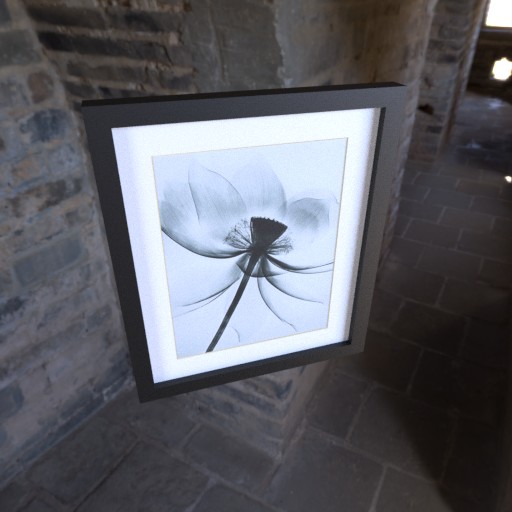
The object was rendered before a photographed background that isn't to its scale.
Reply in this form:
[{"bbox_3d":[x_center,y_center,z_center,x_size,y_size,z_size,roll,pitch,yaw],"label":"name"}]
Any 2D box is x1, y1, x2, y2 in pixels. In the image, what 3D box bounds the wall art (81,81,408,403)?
[{"bbox_3d":[0.000,0.000,0.541,0.330,0.381,0.029,-9,32,-15],"label":"wall art"}]
